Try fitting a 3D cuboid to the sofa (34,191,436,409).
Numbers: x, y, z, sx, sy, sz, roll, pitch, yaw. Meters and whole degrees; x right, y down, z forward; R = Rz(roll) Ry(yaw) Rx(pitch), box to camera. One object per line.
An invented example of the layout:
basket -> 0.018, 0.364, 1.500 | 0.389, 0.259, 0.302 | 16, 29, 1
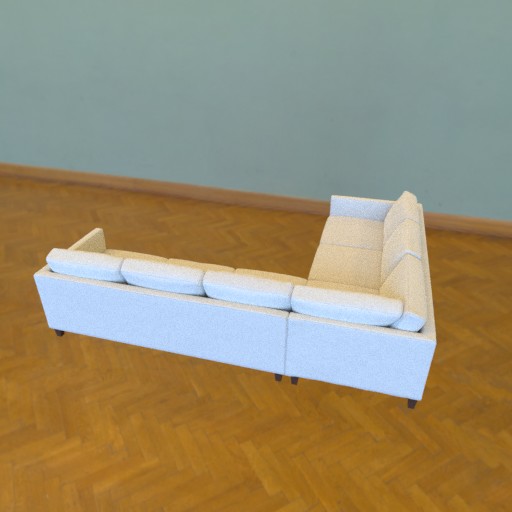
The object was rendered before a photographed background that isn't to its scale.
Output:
sofa -> 0.000, 0.000, 4.431 | 3.182, 0.863, 2.432 | 8, 31, 13
